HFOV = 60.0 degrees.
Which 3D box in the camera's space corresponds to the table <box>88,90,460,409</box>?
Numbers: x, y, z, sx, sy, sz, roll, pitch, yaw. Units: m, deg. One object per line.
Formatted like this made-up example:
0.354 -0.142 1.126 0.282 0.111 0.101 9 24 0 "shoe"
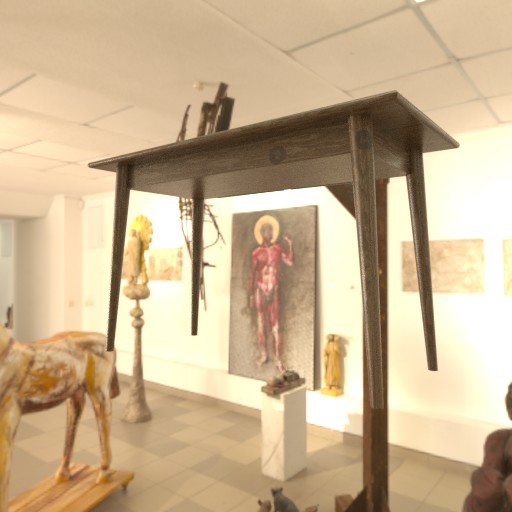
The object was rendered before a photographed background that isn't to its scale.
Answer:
0.000 0.000 1.674 1.300 0.780 0.599 0 -1 38 "table"
